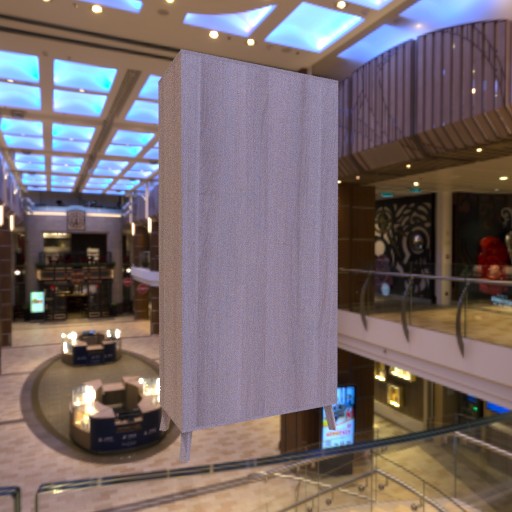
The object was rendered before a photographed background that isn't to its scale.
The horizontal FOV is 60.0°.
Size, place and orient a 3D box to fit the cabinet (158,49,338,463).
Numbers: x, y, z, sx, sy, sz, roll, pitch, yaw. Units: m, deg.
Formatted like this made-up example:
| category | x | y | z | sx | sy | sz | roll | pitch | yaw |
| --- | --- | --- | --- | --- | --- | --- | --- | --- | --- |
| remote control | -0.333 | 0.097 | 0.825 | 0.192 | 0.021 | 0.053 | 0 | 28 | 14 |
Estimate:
| category | x | y | z | sx | sy | sz | roll | pitch | yaw |
| --- | --- | --- | --- | --- | --- | --- | --- | --- | --- |
| cabinet | 0.000 | 0.000 | 2.645 | 0.969 | 1.957 | 1.272 | 0 | 1 | 19 |
